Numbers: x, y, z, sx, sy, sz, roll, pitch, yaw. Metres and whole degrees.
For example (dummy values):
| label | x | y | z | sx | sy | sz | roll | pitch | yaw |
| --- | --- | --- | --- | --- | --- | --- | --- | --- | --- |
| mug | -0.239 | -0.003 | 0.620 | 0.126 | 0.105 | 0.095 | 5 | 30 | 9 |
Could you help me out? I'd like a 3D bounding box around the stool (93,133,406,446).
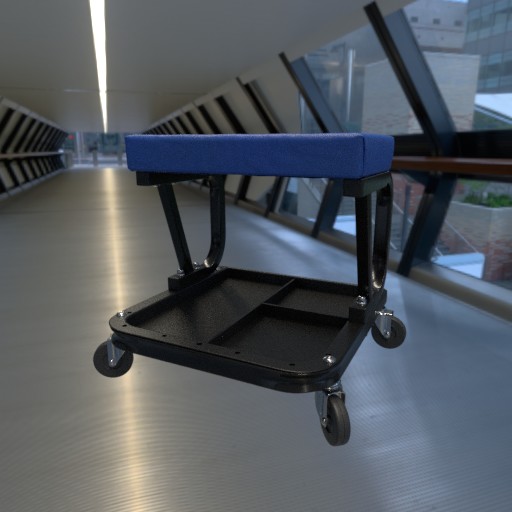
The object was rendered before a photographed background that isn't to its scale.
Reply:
| label | x | y | z | sx | sy | sz | roll | pitch | yaw |
| --- | --- | --- | --- | --- | --- | --- | --- | --- | --- |
| stool | 0.000 | 0.000 | 0.719 | 0.446 | 0.380 | 0.371 | 7 | 16 | 25 |
